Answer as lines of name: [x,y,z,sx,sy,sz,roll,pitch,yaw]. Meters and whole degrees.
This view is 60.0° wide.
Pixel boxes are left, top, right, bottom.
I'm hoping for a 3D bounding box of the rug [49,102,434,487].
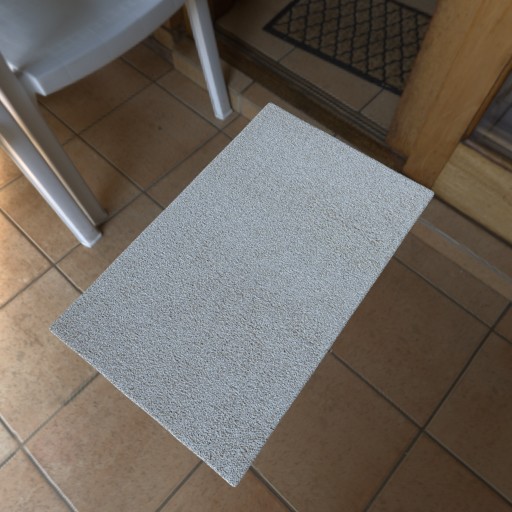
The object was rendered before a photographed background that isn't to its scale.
rug: [0.000,0.000,3.082,1.524,0.030,2.438,34,69,15]
